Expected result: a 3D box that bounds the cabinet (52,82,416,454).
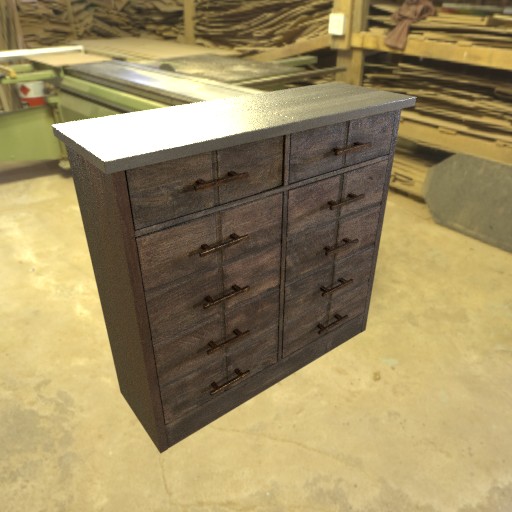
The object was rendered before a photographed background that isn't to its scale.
[{"bbox_3d":[0.000,0.000,1.428,0.968,0.919,0.338,-21,37,-32],"label":"cabinet"}]
